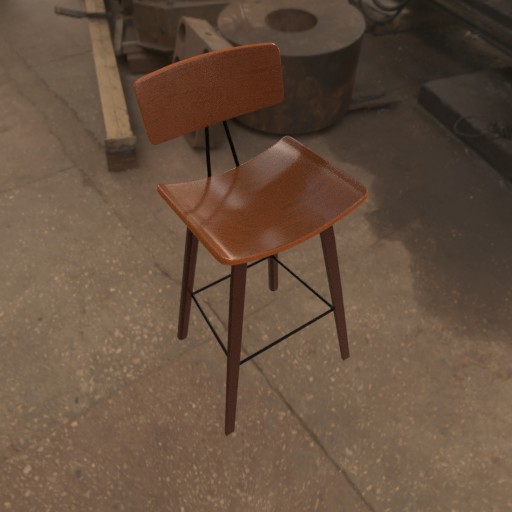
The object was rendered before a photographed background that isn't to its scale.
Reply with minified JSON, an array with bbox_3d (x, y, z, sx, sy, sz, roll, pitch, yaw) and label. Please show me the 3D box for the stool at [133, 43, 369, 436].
[{"bbox_3d":[0.000,0.000,1.247,0.509,0.969,0.440,-26,53,-22],"label":"stool"}]
